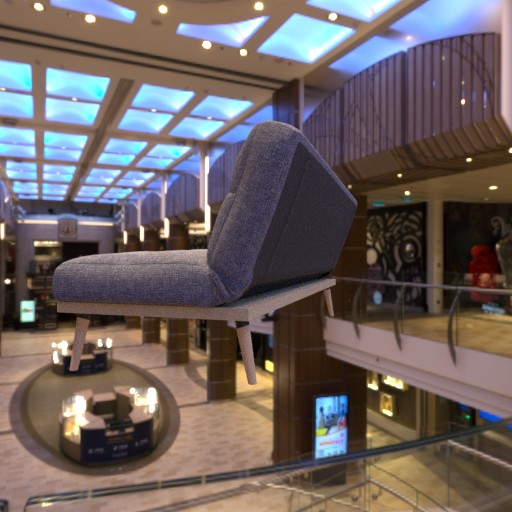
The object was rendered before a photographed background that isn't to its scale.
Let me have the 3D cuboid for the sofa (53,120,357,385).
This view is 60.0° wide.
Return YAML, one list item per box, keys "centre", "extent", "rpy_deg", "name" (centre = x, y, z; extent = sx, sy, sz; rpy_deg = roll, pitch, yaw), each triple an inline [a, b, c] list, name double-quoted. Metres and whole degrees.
- centre: [0.000, 0.000, 2.170]
  extent: [0.820, 0.770, 1.820]
  rpy_deg: [0, 0, 18]
  name: "sofa"
